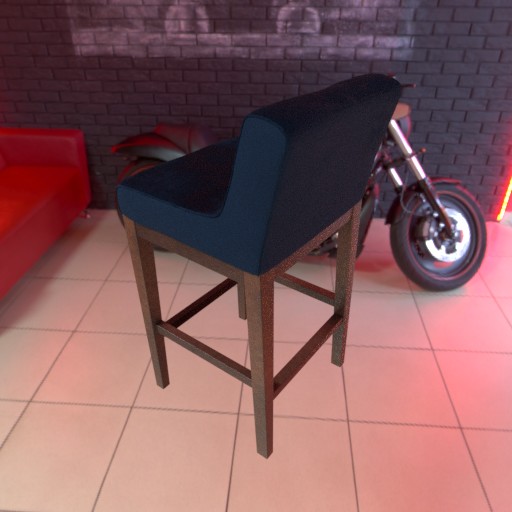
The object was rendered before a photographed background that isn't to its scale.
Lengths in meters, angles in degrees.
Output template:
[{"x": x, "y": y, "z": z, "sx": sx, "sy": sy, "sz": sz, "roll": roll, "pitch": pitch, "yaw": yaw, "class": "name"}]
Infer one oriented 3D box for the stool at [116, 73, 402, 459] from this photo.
[{"x": 0.000, "y": 0.000, "z": 1.243, "sx": 0.516, "sy": 0.945, "sz": 0.511, "roll": 21, "pitch": 38, "yaw": 31, "class": "stool"}]
